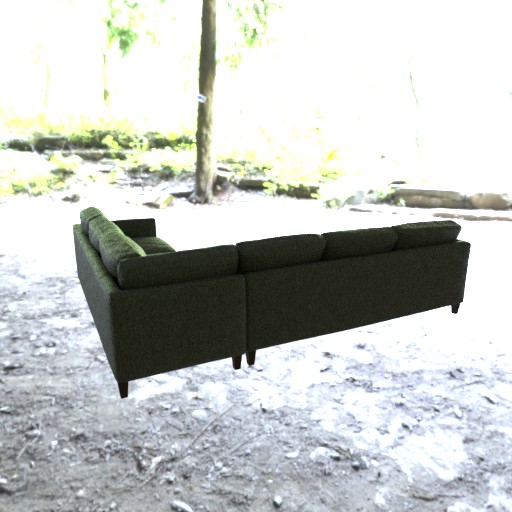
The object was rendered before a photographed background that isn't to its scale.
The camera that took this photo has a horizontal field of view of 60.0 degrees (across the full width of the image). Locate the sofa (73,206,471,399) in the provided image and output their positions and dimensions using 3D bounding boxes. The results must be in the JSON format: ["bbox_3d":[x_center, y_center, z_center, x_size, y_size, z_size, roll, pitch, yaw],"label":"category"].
[{"bbox_3d":[0.000,0.000,4.571,3.302,0.947,2.593,-8,17,-25],"label":"sofa"}]
